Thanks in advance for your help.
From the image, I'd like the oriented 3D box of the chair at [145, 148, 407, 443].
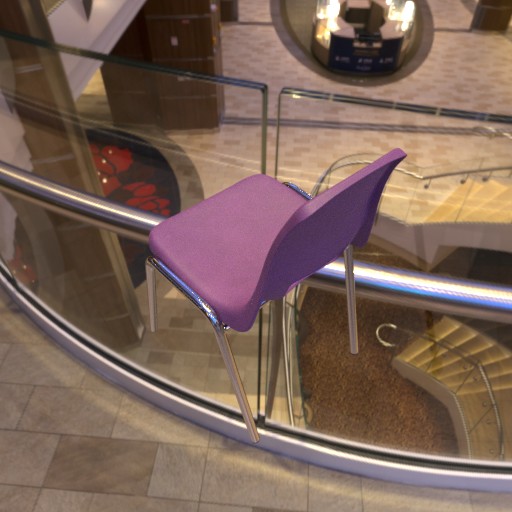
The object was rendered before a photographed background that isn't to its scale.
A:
[{"bbox_3d":[0.000,0.000,0.921,0.381,0.654,0.432,-32,55,-27],"label":"chair"}]
